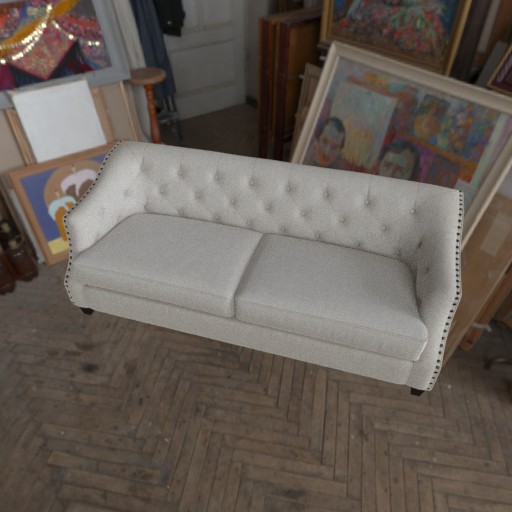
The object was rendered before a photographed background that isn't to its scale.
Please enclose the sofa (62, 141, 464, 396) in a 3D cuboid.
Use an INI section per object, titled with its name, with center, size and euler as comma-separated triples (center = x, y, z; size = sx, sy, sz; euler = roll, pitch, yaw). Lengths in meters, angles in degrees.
[sofa]
center = 0.000, 0.000, 2.731
size = 2.235, 0.901, 0.914
euler = 11, 42, 13
